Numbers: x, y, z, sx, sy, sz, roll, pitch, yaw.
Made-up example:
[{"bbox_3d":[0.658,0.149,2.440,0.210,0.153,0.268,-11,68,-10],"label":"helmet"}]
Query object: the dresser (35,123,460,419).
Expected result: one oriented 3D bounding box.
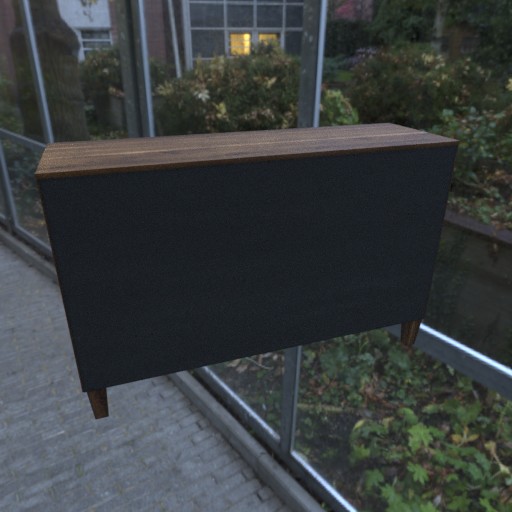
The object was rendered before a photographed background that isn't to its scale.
[{"bbox_3d":[0.000,0.000,1.754,1.387,0.892,0.438,-8,27,-17],"label":"dresser"}]
